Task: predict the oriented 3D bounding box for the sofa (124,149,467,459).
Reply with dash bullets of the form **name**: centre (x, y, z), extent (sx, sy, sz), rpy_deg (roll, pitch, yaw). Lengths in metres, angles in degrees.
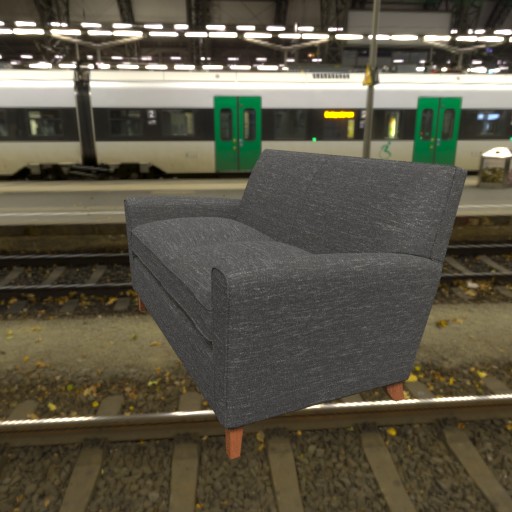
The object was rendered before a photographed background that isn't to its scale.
- **sofa**: centre (0.000, 0.000, 1.943), extent (0.875, 0.846, 1.420), rpy_deg (-8, 18, -25)
